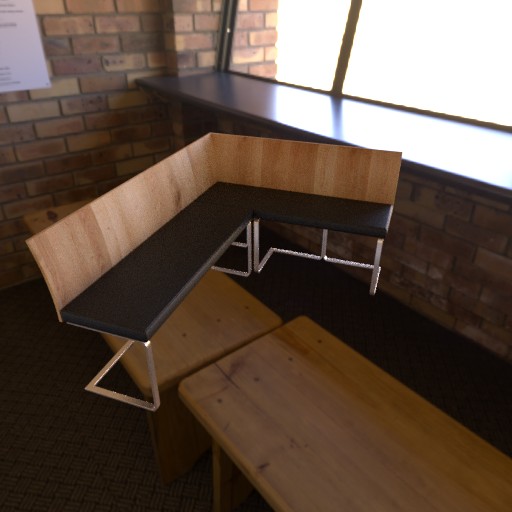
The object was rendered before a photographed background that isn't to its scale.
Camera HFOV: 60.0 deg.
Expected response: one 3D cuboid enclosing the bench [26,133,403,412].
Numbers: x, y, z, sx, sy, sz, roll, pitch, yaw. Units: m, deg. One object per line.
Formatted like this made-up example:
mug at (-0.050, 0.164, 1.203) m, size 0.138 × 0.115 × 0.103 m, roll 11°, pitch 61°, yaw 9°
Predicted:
bench at (0.000, 0.000, 2.787) m, size 1.495 × 0.930 × 1.945 m, roll 10°, pitch 32°, yaw 17°
